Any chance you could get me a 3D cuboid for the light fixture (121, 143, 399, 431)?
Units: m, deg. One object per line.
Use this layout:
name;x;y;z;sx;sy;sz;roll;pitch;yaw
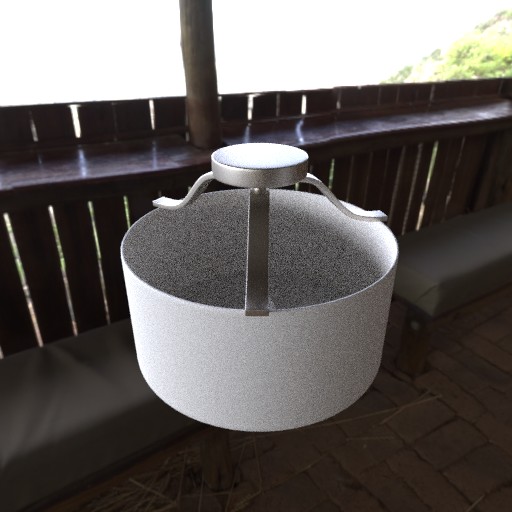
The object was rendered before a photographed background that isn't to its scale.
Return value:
light fixture;0.000;0.000;0.652;0.395;0.304;0.395;0;28;0
